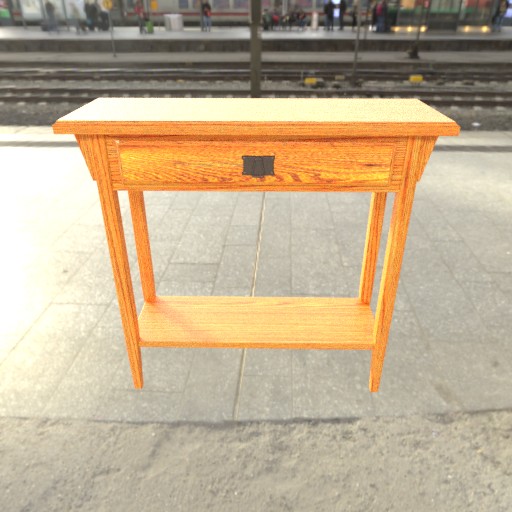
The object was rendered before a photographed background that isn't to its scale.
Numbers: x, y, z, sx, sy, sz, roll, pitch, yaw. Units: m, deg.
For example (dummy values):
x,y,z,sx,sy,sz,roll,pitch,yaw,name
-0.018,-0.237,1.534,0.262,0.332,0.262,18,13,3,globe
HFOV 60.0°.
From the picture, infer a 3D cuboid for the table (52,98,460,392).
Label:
x,y,z,sx,sy,sz,roll,pitch,yaw,name
0.000,0.000,1.107,0.762,0.711,0.254,1,29,1,table
